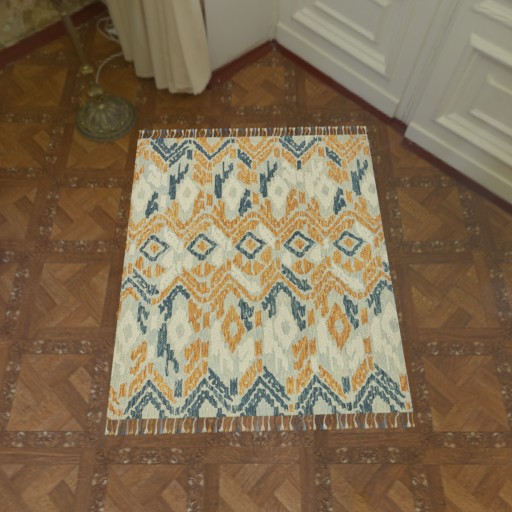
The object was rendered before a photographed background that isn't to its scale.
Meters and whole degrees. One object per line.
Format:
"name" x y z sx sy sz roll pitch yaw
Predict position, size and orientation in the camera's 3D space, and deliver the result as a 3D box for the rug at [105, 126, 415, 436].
"rug" 0.000 0.000 4.121 2.439 0.010 3.048 -1 65 -1
